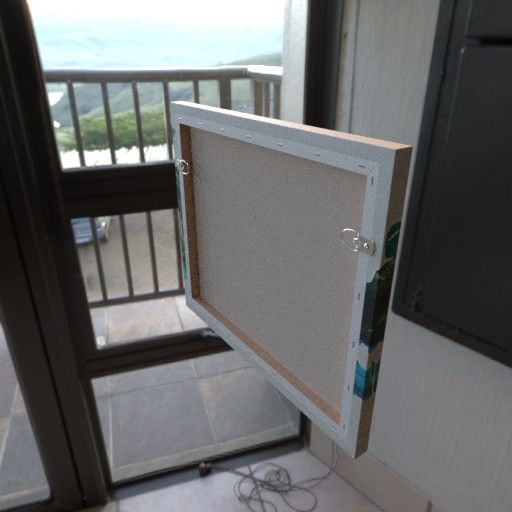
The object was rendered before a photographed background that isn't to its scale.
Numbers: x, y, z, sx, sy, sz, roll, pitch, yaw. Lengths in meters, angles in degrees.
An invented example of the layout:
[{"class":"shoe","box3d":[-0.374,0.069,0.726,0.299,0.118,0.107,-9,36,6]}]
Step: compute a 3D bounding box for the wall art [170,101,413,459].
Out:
[{"class":"wall art","box3d":[0.000,0.000,1.014,0.043,0.610,0.711,-17,30,-32]}]
